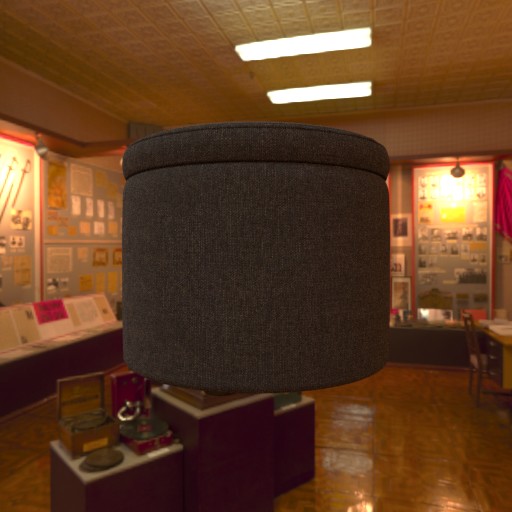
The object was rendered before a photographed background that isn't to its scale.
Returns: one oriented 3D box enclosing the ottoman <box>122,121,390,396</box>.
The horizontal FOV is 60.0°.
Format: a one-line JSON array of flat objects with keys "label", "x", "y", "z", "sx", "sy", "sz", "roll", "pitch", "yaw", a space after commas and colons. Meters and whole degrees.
[{"label": "ottoman", "x": 0.000, "y": 0.000, "z": 0.897, "sx": 0.520, "sy": 0.430, "sz": 0.520, "roll": 0, "pitch": 1, "yaw": 0}]
